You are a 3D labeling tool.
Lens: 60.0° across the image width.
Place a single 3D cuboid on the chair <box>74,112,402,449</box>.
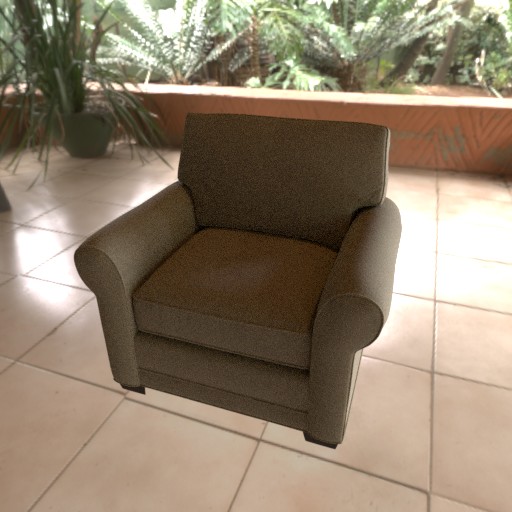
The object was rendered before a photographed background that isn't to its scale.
[{"bbox_3d":[0.000,0.000,1.899,1.147,1.044,0.939,9,30,17],"label":"chair"}]
